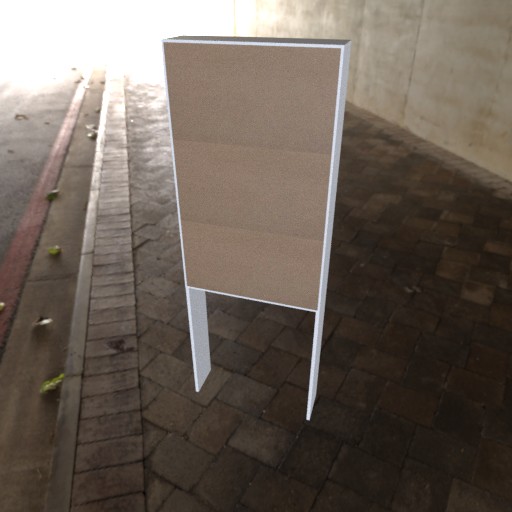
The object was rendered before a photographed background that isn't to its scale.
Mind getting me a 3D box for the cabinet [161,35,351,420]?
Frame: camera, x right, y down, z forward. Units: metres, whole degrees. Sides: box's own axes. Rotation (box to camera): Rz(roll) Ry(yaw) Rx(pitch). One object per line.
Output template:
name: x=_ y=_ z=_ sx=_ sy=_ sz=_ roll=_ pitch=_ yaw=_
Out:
cabinet: x=0.000 y=0.000 z=2.007 sx=0.643 sy=1.770 sz=0.192 roll=9 pitch=32 yaw=15
